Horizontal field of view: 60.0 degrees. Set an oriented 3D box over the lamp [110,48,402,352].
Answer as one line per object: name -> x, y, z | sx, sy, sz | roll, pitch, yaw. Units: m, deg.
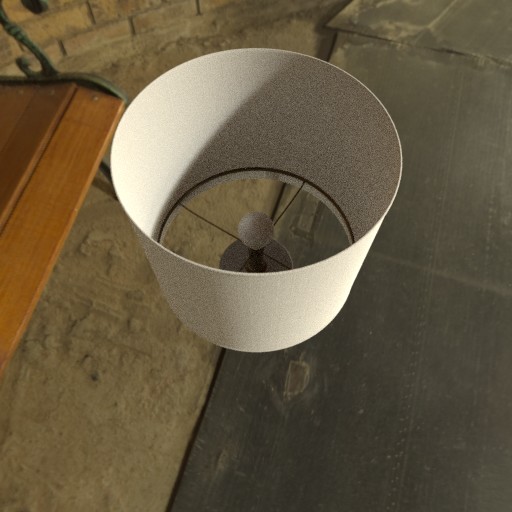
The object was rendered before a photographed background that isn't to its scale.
lamp -> 0.000, 0.000, 0.518 | 0.229, 0.380, 0.229 | 0, 62, 0
